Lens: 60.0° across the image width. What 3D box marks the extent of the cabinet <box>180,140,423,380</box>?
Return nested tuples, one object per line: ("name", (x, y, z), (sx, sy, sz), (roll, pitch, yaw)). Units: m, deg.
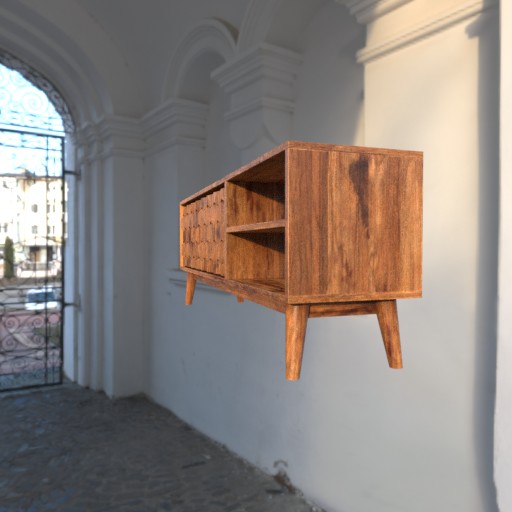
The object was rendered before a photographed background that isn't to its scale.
("cabinet", (0.000, 0.000, 1.691), (0.349, 0.528, 1.448), (0, 1, -19))
